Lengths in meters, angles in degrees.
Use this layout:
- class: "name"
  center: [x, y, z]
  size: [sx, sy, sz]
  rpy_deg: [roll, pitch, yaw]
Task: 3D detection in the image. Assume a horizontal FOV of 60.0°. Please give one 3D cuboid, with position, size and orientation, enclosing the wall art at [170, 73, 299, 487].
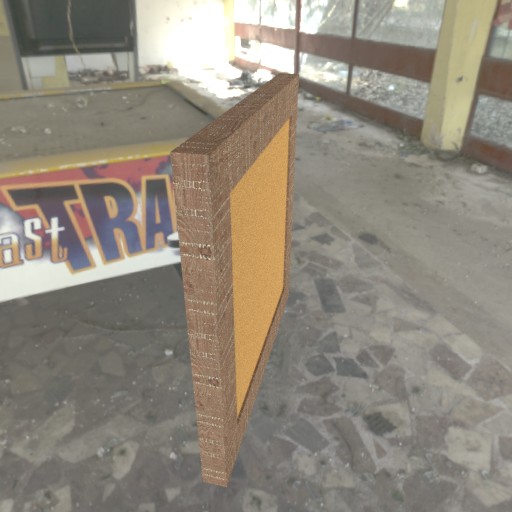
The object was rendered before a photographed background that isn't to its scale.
- class: "wall art"
  center: [0.000, 0.000, 0.785]
  size: [0.040, 0.531, 0.531]
  rpy_deg: [7, 31, 12]
